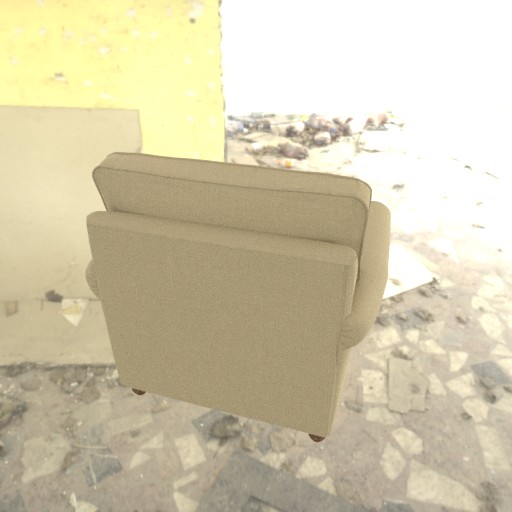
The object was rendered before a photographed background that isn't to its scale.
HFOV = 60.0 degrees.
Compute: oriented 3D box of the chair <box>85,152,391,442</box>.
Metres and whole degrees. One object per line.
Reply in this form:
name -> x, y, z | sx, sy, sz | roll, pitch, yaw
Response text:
chair -> 0.000, 0.000, 1.796 | 1.029, 0.967, 0.966 | 9, 32, 15
